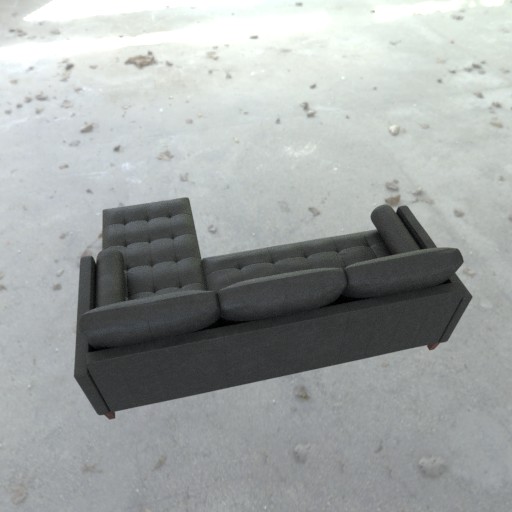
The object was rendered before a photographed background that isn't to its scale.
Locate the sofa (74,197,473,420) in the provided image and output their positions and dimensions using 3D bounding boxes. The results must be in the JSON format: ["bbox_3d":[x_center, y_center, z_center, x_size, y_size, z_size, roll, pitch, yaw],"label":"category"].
[{"bbox_3d":[0.000,0.000,2.934,2.178,0.876,1.497,-10,47,-9],"label":"sofa"}]
